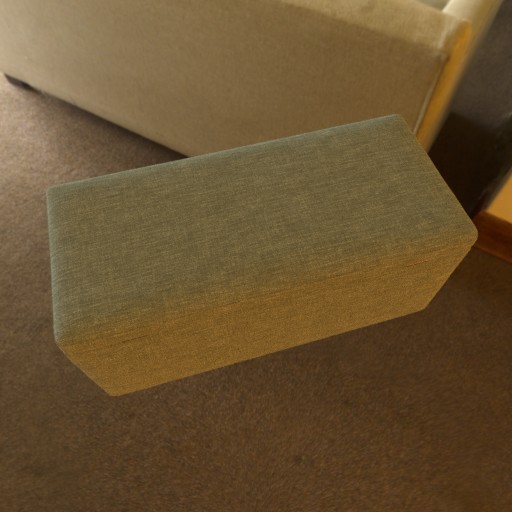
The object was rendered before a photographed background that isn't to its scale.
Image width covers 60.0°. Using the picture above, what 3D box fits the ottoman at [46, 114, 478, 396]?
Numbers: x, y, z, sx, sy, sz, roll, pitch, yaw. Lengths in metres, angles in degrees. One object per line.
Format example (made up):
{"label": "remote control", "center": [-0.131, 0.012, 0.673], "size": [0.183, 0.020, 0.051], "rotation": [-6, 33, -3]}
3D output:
{"label": "ottoman", "center": [0.000, 0.000, 1.129], "size": [0.902, 0.432, 0.419], "rotation": [-14, 60, -8]}
